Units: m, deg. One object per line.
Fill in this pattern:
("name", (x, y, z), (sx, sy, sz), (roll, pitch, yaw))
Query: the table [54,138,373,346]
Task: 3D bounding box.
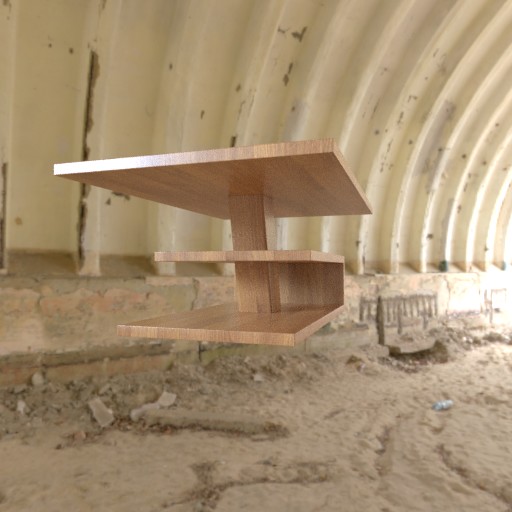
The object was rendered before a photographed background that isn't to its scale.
("table", (0.000, 0.000, 1.515), (0.700, 0.442, 1.100), (0, -2, 19))
